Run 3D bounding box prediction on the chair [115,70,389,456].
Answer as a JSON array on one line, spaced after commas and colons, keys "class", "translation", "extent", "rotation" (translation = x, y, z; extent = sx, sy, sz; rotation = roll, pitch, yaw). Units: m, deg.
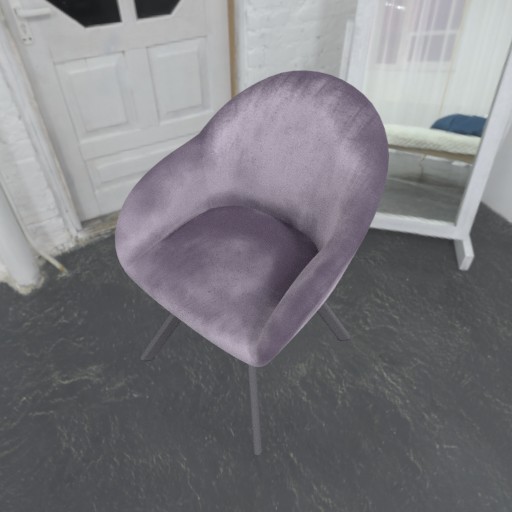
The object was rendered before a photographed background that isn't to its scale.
[{"class": "chair", "translation": [0.000, 0.000, 1.189], "extent": [0.550, 0.795, 0.590], "rotation": [30, 53, 26]}]
